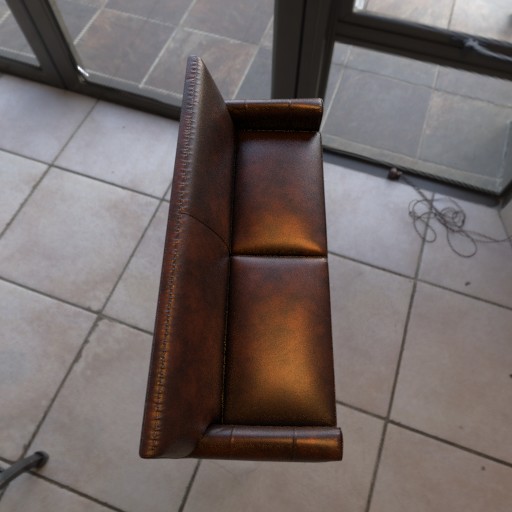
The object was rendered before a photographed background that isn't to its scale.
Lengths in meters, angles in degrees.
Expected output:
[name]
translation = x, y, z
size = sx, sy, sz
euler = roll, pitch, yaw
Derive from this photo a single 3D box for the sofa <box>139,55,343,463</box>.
[sofa]
translation = 0.000, 0.000, 2.358
size = 0.786, 0.871, 1.995
euler = 1, 64, 1
